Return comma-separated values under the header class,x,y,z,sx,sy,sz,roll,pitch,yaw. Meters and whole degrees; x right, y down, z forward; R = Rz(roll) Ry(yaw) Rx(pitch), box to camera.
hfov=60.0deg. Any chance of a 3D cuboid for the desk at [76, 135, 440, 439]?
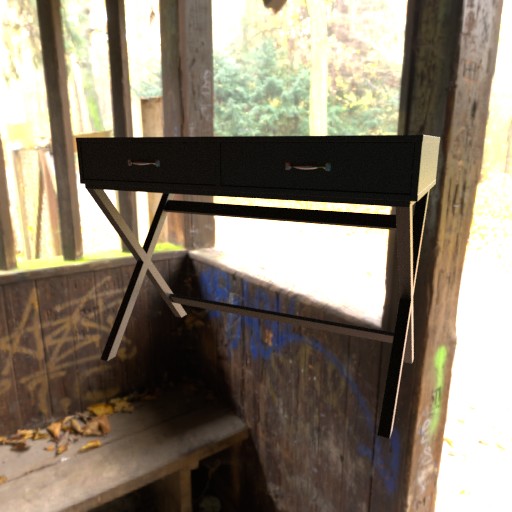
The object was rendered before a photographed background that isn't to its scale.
class,x,y,z,sx,sy,sz,roll,pitch,yaw
desk,0.000,0.000,1.511,1.057,0.780,0.525,7,16,25
